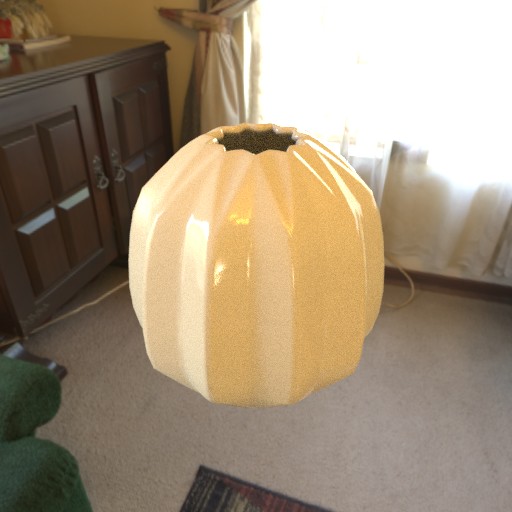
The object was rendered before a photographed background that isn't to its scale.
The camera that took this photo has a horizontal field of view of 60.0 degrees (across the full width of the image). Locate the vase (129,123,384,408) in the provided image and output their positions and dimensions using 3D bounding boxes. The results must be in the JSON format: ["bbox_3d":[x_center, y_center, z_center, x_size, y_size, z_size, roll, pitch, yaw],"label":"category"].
[{"bbox_3d":[0.000,0.000,0.245,0.139,0.134,0.139,0,32,0],"label":"vase"}]
